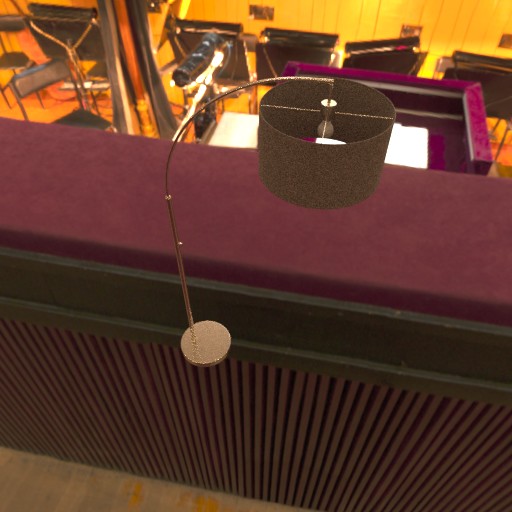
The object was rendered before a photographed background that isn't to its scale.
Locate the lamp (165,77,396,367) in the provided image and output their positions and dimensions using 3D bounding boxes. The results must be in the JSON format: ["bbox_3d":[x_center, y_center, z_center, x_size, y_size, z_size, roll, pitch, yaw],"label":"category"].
[{"bbox_3d":[0.000,0.000,2.073,0.934,1.735,0.452,9,47,8],"label":"lamp"}]
